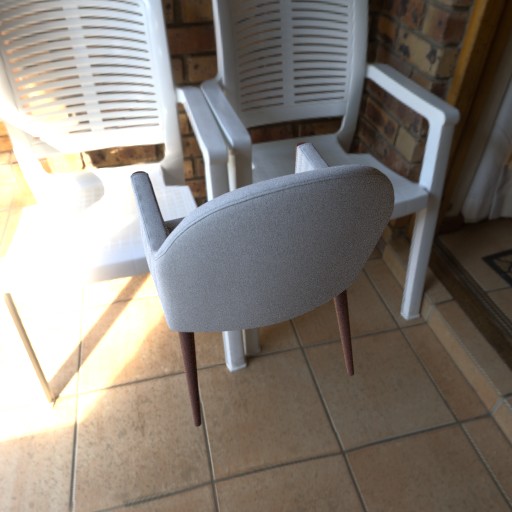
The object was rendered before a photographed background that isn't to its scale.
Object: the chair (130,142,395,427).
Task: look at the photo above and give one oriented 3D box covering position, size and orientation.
[{"bbox_3d":[0.000,0.000,1.301,0.610,0.889,0.620,-13,44,-15],"label":"chair"}]
